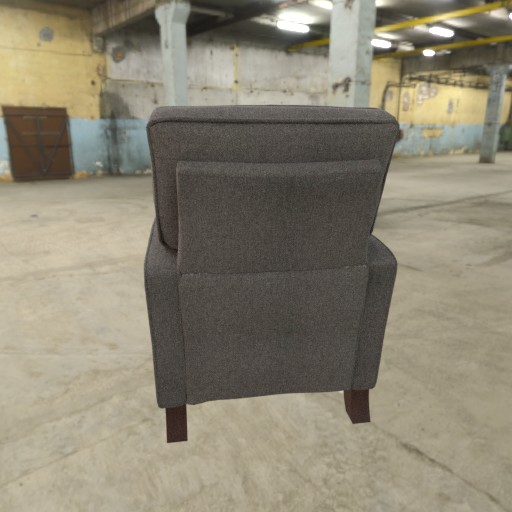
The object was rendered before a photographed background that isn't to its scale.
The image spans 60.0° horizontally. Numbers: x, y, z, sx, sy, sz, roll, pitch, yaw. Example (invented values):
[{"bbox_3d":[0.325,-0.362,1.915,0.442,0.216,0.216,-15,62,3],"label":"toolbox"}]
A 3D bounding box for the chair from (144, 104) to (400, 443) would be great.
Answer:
[{"bbox_3d":[0.000,0.000,1.419,0.650,0.889,0.775,-2,15,-9],"label":"chair"}]
